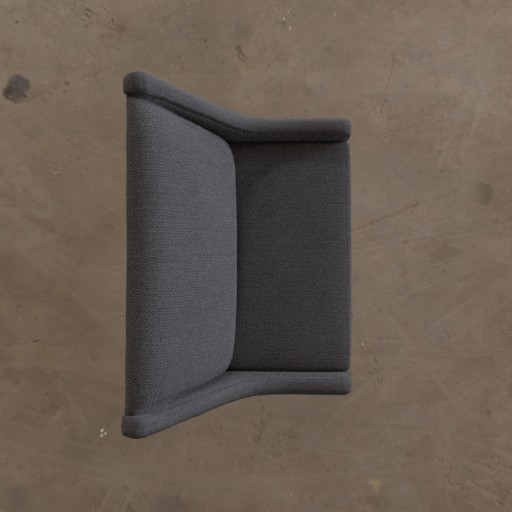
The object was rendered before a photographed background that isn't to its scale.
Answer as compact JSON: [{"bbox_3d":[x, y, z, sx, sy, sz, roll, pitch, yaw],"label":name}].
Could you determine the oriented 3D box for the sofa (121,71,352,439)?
[{"bbox_3d":[0.000,0.000,1.943,0.873,1.022,1.242,0,89,1],"label":"sofa"}]
